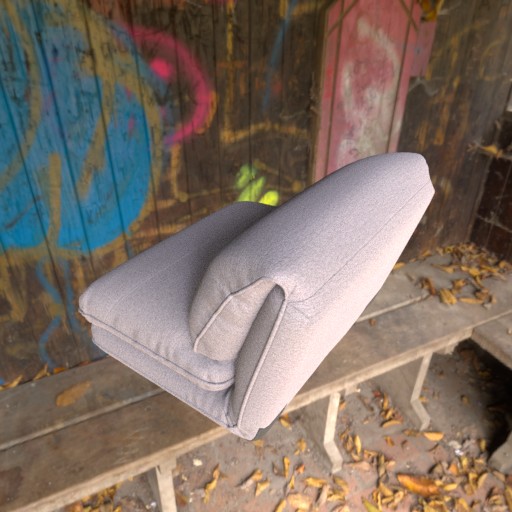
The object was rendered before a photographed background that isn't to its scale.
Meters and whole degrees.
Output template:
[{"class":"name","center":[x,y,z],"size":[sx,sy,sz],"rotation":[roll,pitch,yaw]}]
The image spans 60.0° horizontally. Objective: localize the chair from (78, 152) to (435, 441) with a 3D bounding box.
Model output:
[{"class":"chair","center":[0.000,0.000,1.348],"size":[0.780,0.580,0.820],"rotation":[21,37,30]}]
